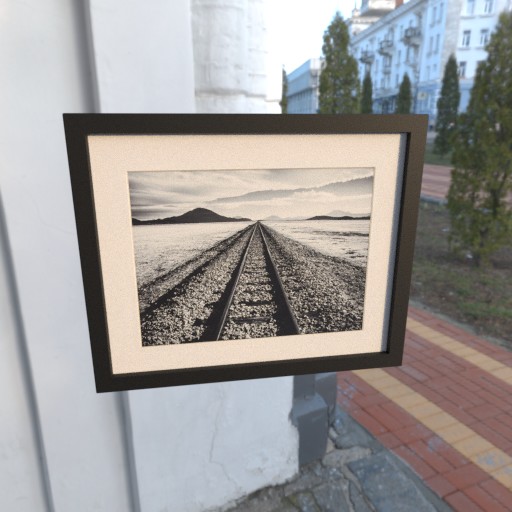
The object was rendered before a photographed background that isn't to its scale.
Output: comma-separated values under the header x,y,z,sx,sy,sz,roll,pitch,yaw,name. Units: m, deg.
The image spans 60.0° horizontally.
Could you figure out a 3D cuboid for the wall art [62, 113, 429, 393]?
x,y,z,sx,sy,sz,roll,pitch,yaw,name
0.000,0.000,0.749,0.559,0.458,0.029,-3,17,-9,wall art
